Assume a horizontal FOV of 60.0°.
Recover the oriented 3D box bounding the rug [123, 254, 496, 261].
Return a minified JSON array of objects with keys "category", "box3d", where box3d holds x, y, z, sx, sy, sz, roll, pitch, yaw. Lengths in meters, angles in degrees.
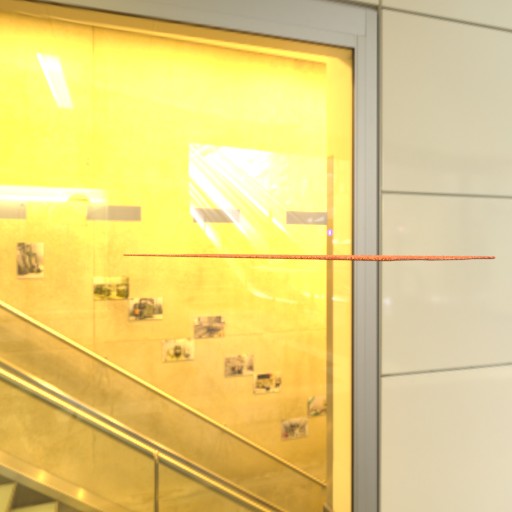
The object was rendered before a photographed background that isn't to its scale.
[{"category":"rug","box3d":[0.000,0.000,2.490,0.687,0.012,2.307,0,1,-37]}]
